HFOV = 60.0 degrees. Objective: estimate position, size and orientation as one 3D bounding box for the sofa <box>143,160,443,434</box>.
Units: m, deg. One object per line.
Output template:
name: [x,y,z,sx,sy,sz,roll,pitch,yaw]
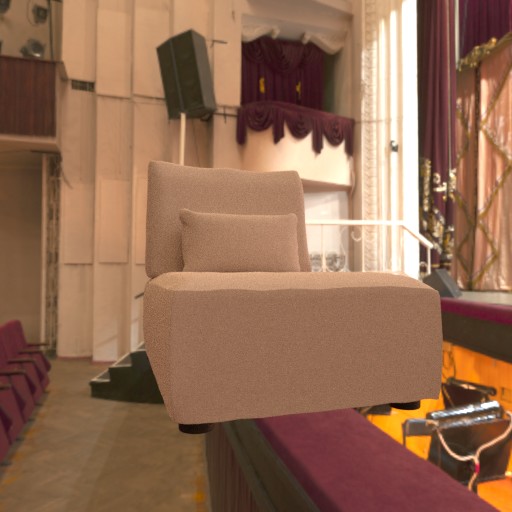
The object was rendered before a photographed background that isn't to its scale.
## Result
sofa: [0.000,0.000,1.525,0.700,0.820,1.000,1,-2,-17]
